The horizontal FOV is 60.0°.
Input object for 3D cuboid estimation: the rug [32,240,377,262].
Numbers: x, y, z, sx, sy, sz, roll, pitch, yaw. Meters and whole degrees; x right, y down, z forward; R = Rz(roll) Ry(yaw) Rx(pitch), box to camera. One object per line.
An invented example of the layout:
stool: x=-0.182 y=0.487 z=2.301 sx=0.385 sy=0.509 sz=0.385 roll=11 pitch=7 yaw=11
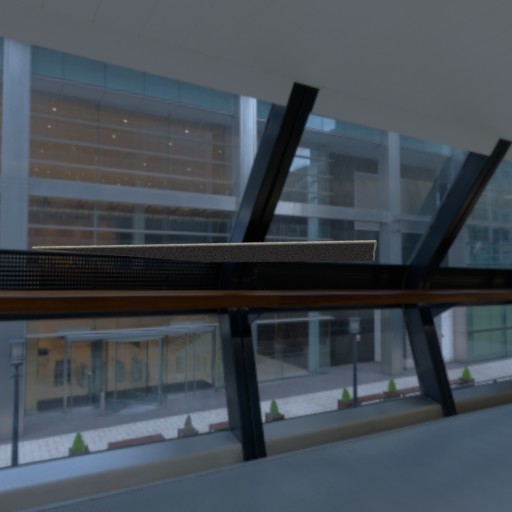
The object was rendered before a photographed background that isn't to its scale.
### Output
rug: x=0.000 y=0.000 z=2.351 sx=1.220 sy=0.007 sz=1.828 roll=-1 pitch=-2 yaw=15
